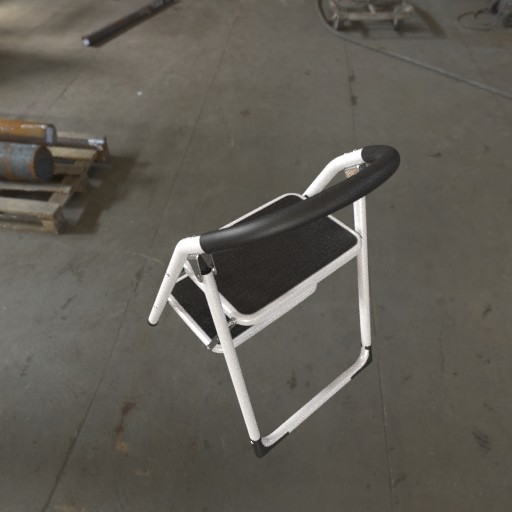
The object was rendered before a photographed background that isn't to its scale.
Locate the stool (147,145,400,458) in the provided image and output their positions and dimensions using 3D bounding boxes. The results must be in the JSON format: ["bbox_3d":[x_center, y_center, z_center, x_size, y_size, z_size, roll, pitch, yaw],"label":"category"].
[{"bbox_3d":[0.000,0.000,1.092,0.453,0.760,0.559,-31,54,-26],"label":"stool"}]
